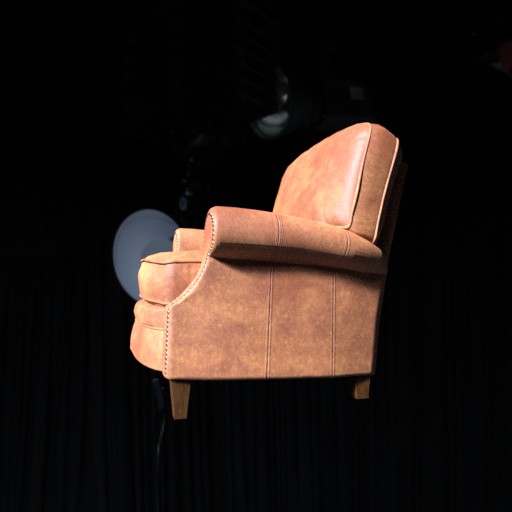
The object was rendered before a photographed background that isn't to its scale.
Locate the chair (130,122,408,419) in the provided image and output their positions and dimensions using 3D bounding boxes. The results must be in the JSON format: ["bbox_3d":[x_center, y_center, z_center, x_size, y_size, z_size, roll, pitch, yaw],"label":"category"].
[{"bbox_3d":[0.000,0.000,1.816,0.986,1.018,0.936,1,-2,-18],"label":"chair"}]
